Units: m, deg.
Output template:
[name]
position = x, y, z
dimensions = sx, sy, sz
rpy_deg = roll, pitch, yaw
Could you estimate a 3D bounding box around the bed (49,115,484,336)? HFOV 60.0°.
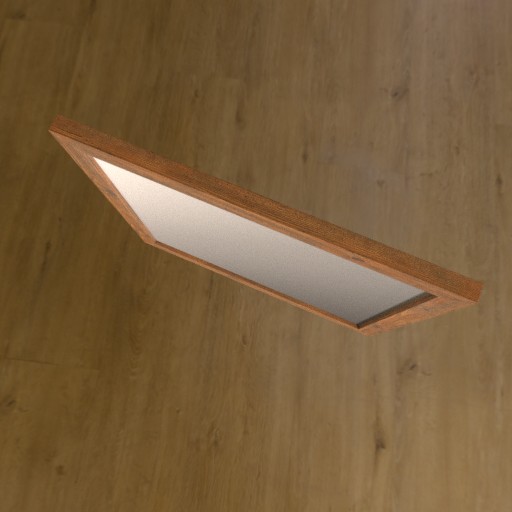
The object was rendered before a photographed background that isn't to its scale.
[bed]
position = 0.000, 0.000, 1.453
dimensions = 1.046, 0.942, 0.046
rpy_deg = 22, 77, 6
